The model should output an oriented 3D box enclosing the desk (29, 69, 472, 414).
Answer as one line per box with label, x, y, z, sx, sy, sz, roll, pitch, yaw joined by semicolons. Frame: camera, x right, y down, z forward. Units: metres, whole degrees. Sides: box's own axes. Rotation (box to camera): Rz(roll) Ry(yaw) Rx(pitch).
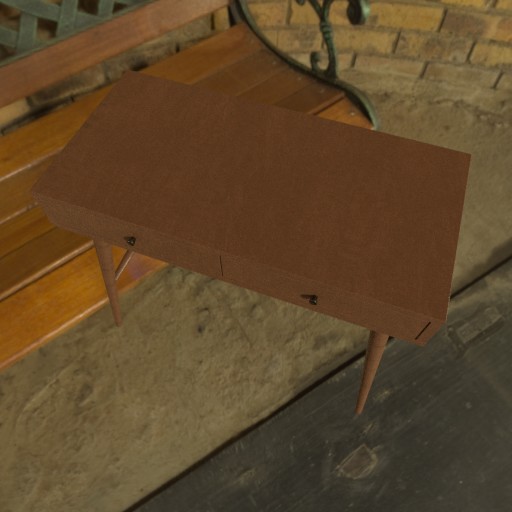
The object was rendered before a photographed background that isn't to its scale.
desk;0.000;0.000;1.377;0.949;0.758;0.510;17;60;10
